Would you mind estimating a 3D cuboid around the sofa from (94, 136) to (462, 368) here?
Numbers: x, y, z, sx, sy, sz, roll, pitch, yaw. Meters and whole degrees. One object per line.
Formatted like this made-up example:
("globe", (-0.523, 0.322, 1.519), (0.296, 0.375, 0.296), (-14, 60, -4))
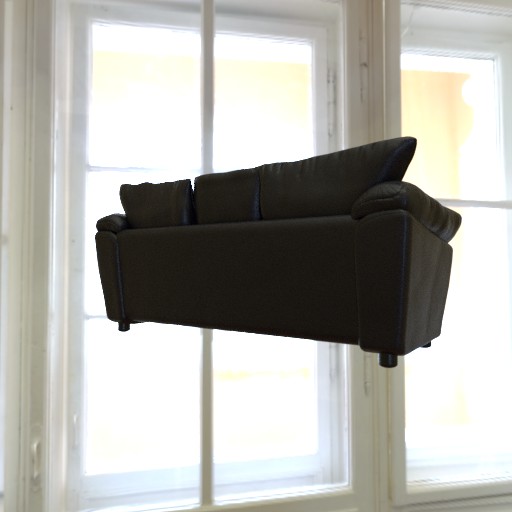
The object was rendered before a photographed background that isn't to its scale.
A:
("sofa", (0.000, 0.000, 2.875), (2.336, 1.073, 0.880), (-1, -2, 36))
